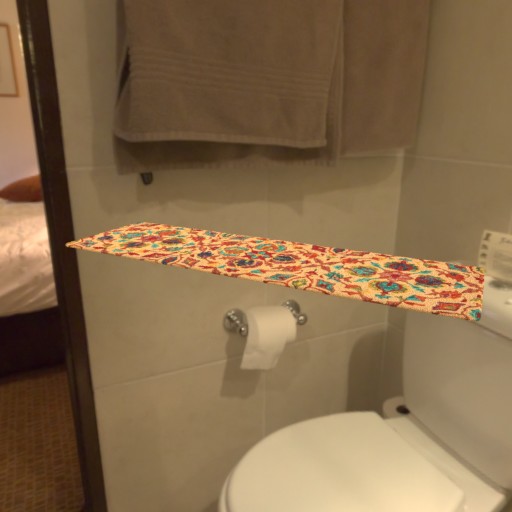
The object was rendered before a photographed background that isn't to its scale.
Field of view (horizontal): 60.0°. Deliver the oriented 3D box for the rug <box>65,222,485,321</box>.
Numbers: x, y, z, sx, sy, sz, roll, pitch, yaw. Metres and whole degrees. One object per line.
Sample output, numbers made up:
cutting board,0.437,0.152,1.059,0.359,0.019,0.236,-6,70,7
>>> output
rug,0.000,0.000,2.468,2.273,0.016,0.693,9,19,26
